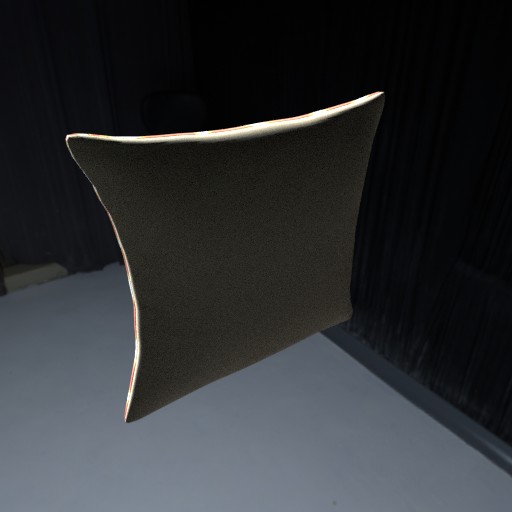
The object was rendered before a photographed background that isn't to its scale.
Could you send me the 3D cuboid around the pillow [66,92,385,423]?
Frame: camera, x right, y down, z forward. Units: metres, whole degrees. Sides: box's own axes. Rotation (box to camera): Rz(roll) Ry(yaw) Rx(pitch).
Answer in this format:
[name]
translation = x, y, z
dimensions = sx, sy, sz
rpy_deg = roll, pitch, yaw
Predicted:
[pillow]
translation = 0.000, 0.000, 0.787
dimensions = 0.552, 0.508, 0.166
rpy_deg = -19, 35, -29
